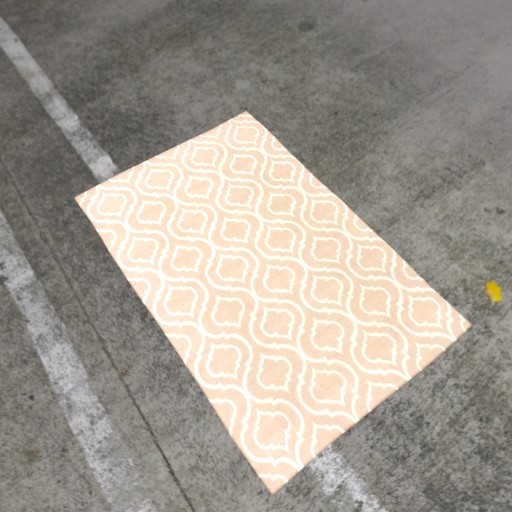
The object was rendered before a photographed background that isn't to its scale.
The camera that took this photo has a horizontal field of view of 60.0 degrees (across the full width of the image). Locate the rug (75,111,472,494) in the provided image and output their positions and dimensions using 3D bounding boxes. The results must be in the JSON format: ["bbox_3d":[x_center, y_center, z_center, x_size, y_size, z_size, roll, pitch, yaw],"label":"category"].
[{"bbox_3d":[0.000,0.000,2.189,1.152,0.013,1.761,-32,64,-18],"label":"rug"}]
